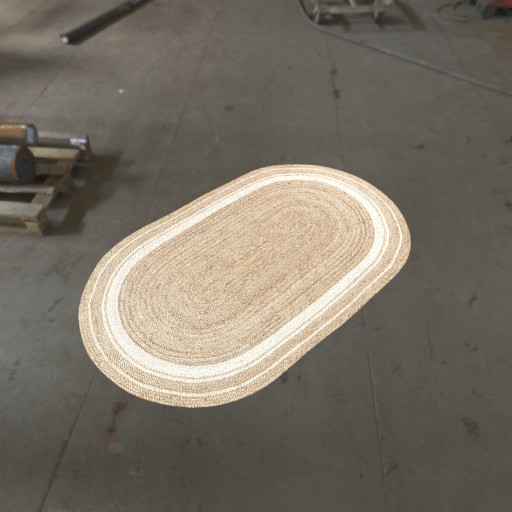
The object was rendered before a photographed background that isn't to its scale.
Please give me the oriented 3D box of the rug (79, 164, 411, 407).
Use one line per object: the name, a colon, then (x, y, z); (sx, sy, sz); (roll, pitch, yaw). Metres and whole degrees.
rug: (0.000, 0.000, 3.028); (2.432, 0.006, 1.520); (-33, 55, -27)
